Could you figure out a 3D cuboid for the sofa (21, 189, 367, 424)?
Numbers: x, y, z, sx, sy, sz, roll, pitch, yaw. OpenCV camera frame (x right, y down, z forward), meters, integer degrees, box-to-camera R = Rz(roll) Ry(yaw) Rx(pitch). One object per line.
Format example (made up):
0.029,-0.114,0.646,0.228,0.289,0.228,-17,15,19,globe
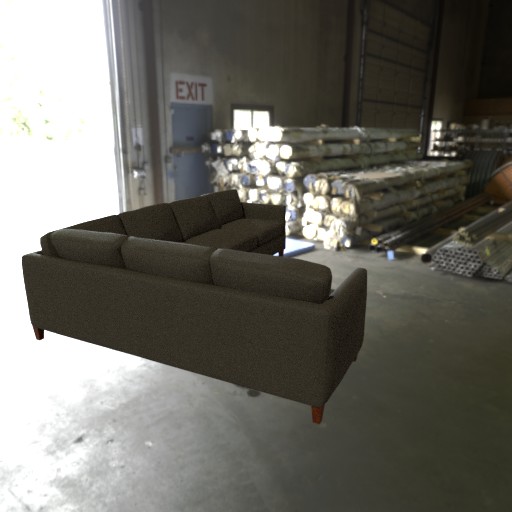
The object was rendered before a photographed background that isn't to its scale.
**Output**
0.000,0.000,4.418,2.593,0.947,3.302,8,18,26,sofa
